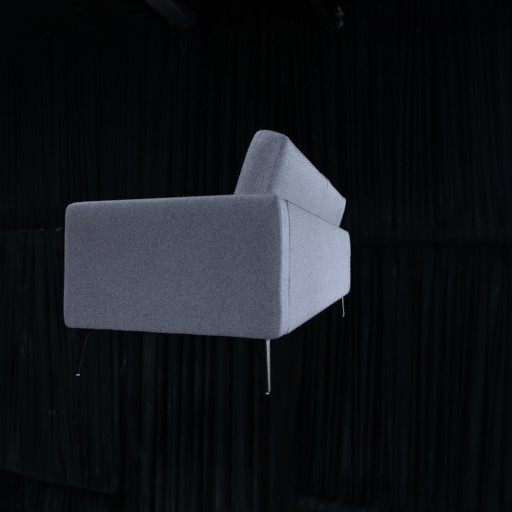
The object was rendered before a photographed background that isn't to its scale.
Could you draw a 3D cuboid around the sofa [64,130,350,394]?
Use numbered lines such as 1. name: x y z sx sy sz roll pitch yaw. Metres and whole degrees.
1. sofa: 0.000 0.000 2.304 0.774 0.828 1.925 0 0 18
